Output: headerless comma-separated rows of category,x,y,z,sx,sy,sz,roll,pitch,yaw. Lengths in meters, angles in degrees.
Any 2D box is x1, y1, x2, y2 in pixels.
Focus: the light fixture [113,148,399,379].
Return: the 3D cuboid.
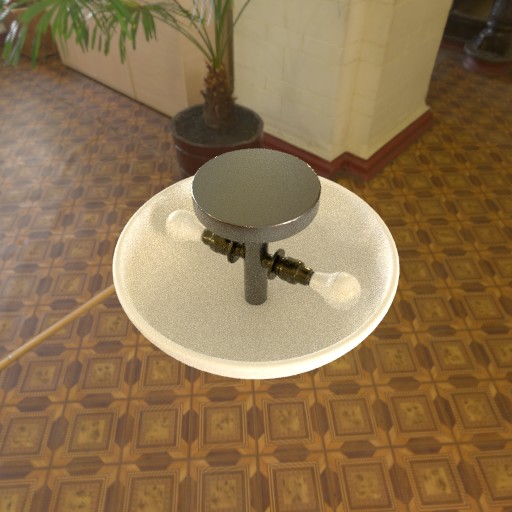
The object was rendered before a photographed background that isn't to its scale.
light fixture,0.000,0.000,0.534,0.330,0.214,0.330,0,46,0
